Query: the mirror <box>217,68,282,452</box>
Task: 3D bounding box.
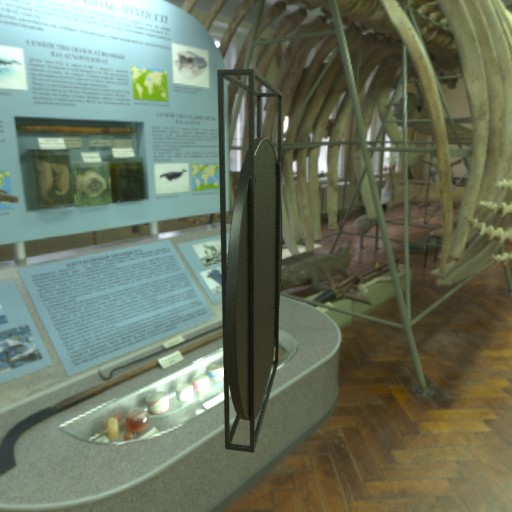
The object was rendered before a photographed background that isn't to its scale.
[{"bbox_3d":[0.000,0.000,0.826,0.051,0.603,0.508,3,15,10],"label":"mirror"}]
